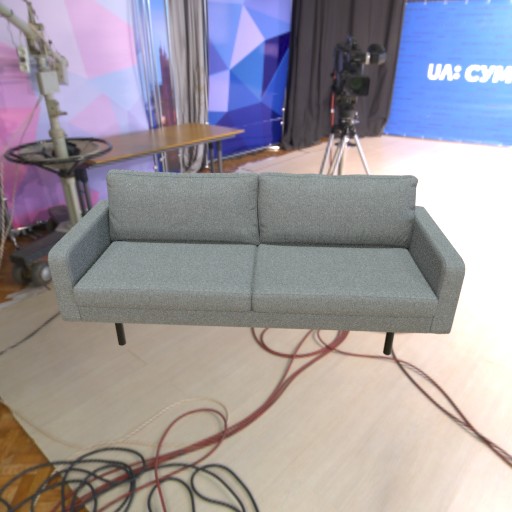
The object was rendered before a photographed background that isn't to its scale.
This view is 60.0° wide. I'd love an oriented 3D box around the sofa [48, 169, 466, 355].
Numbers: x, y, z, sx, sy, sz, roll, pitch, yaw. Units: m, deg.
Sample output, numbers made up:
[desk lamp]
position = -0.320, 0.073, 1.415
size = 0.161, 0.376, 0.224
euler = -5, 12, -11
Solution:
[sofa]
position = 0.000, 0.000, 2.734
size = 2.200, 0.880, 0.880
euler = 1, 28, 3
